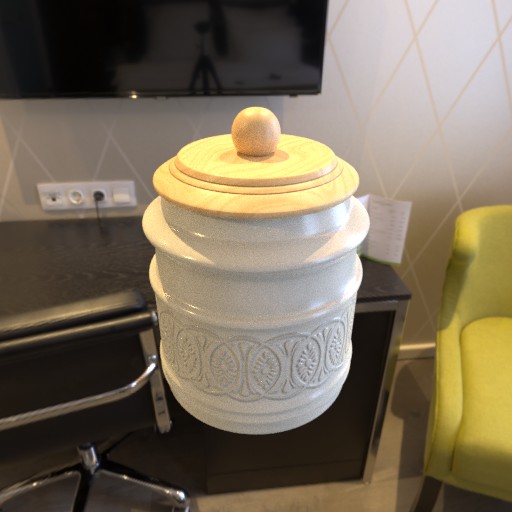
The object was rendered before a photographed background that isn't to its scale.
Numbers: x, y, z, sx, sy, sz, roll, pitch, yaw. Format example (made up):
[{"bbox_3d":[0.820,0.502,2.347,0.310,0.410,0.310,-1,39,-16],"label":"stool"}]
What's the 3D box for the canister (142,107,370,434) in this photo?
[{"bbox_3d":[0.000,0.000,0.273,0.130,0.176,0.130,0,29,0],"label":"canister"}]
